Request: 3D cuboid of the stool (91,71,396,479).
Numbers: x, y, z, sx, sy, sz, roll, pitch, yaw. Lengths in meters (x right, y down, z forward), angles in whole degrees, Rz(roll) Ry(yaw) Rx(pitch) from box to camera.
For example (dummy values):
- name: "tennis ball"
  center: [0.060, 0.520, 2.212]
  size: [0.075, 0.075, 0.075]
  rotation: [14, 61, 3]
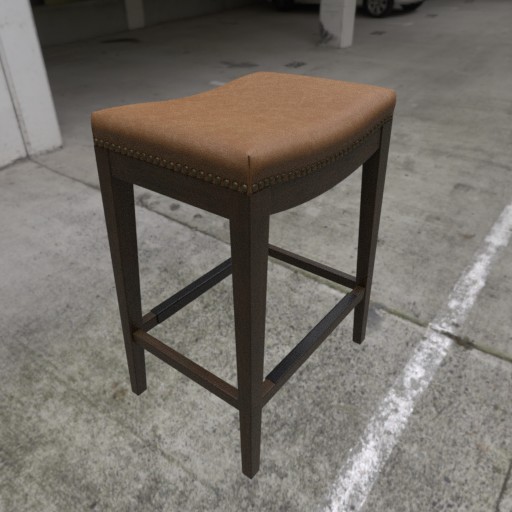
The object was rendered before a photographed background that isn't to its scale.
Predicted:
- name: "stool"
  center: [0.000, 0.000, 0.954]
  size: [0.361, 0.660, 0.500]
  rotation: [22, 39, 31]
